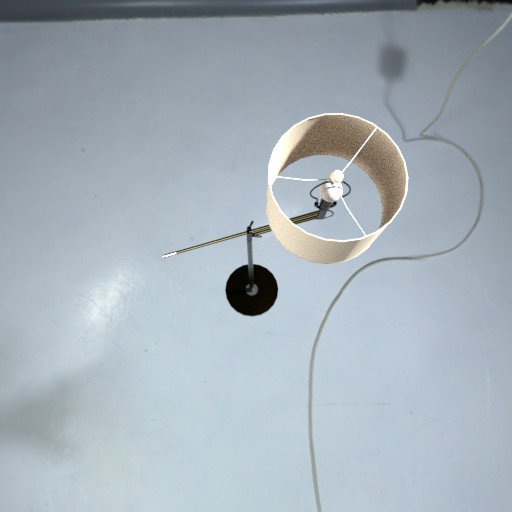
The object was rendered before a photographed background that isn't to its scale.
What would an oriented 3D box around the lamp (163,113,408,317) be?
[{"bbox_3d":[0.000,0.000,1.963,0.809,1.635,0.373,-1,75,0],"label":"lamp"}]
